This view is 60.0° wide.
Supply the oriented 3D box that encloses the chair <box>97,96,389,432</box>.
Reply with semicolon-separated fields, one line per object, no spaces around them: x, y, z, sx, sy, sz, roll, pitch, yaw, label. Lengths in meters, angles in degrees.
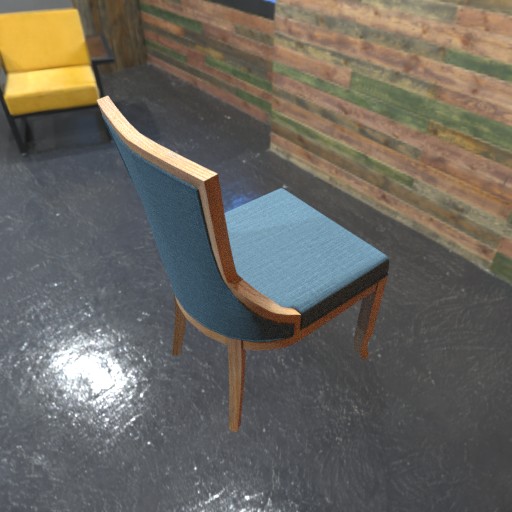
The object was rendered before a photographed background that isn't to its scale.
0.000;0.000;1.321;0.641;0.947;0.524;-27;47;-28;chair
